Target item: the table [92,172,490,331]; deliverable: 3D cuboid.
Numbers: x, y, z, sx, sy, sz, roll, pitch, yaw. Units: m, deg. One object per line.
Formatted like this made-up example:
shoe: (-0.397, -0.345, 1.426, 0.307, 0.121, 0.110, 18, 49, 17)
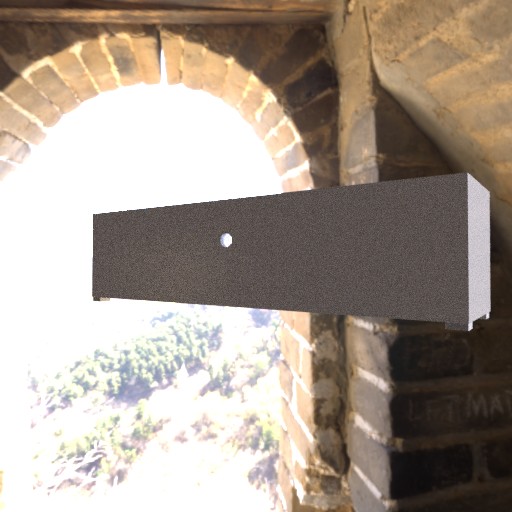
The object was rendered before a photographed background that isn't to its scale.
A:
table: (0.000, 0.000, 1.805, 1.650, 0.420, 0.390, -1, -1, 35)
